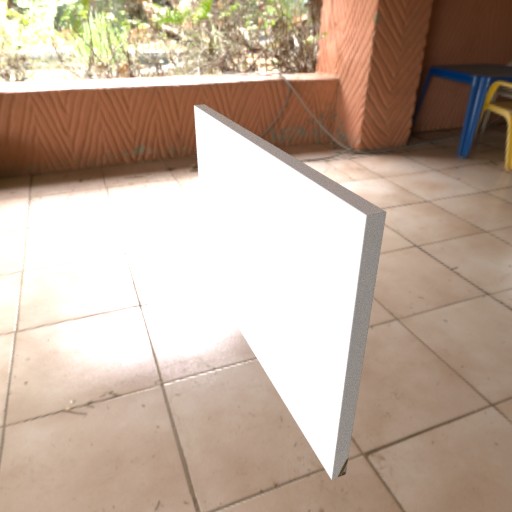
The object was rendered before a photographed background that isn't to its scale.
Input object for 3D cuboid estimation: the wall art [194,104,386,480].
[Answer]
[{"bbox_3d":[0.000,0.000,1.144,0.038,0.601,0.898,-11,31,-20],"label":"wall art"}]
